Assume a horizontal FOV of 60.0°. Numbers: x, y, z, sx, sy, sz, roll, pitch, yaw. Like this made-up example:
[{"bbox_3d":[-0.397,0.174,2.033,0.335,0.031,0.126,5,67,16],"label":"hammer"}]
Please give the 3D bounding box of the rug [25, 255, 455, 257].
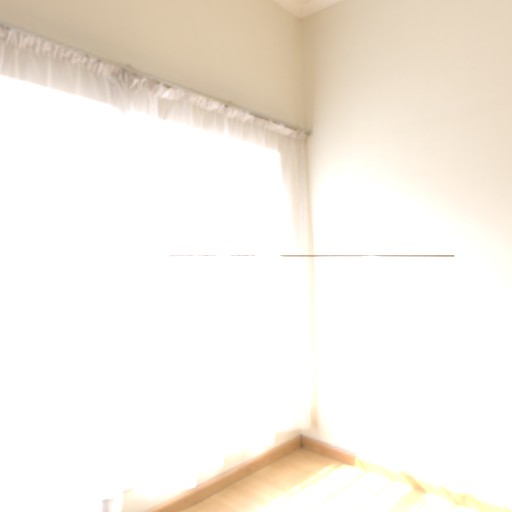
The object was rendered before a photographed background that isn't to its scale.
[{"bbox_3d":[0.000,0.000,2.932,2.227,0.008,1.611,0,0,17],"label":"rug"}]
